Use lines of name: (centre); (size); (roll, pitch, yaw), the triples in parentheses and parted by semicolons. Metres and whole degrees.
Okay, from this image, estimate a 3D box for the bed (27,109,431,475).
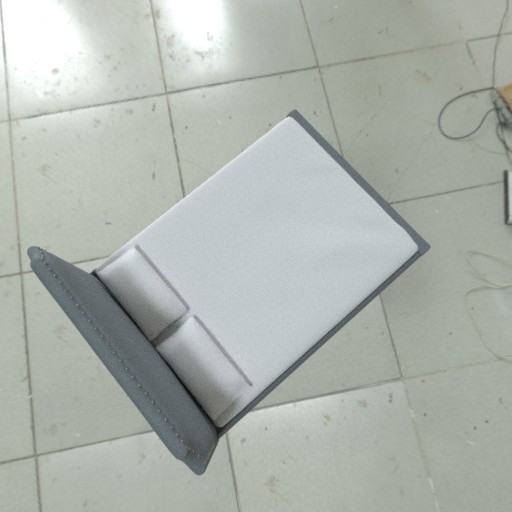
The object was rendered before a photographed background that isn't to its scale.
bed: (0.000, 0.000, 3.349); (2.372, 1.443, 1.712); (-40, 80, -9)
